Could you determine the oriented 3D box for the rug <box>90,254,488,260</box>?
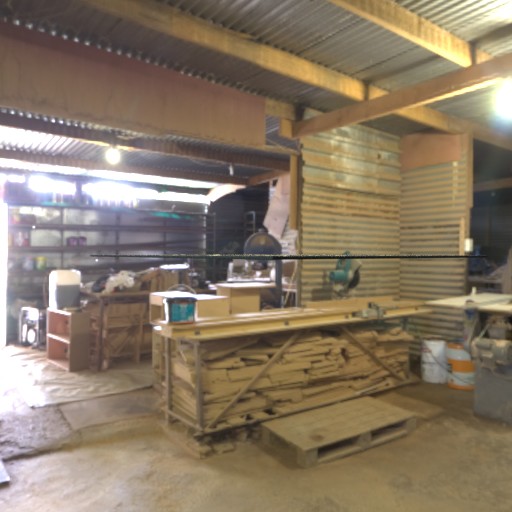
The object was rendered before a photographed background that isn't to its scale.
[{"bbox_3d":[0.000,0.000,2.941,1.528,0.014,2.294,0,0,-36],"label":"rug"}]
